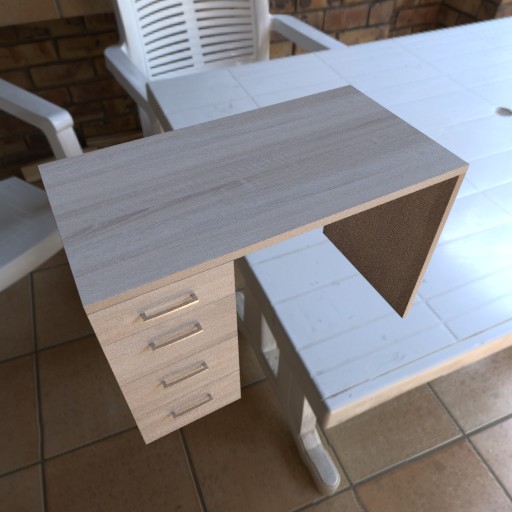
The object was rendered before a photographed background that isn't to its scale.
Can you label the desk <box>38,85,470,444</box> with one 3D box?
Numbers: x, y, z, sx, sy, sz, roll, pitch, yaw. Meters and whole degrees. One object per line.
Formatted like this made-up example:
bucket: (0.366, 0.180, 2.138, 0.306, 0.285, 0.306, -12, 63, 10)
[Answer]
desk: (0.000, 0.000, 1.528, 1.100, 0.731, 0.600, -21, 49, -19)
